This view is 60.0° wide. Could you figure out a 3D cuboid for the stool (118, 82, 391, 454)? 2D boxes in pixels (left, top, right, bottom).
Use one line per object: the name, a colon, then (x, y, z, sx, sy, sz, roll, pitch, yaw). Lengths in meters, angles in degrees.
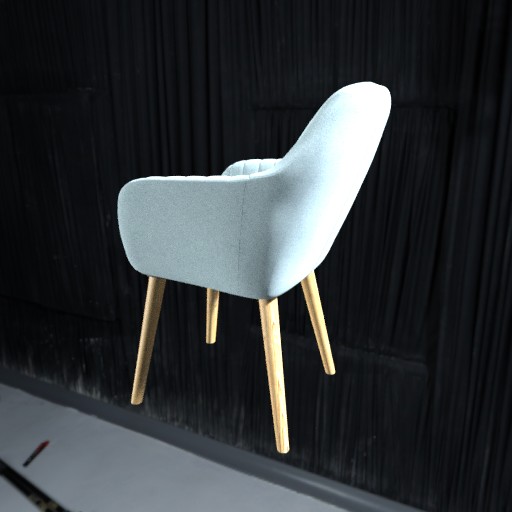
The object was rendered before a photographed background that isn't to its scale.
stool: (0.000, 0.000, 1.172, 0.590, 0.830, 0.503, 8, 19, 25)
